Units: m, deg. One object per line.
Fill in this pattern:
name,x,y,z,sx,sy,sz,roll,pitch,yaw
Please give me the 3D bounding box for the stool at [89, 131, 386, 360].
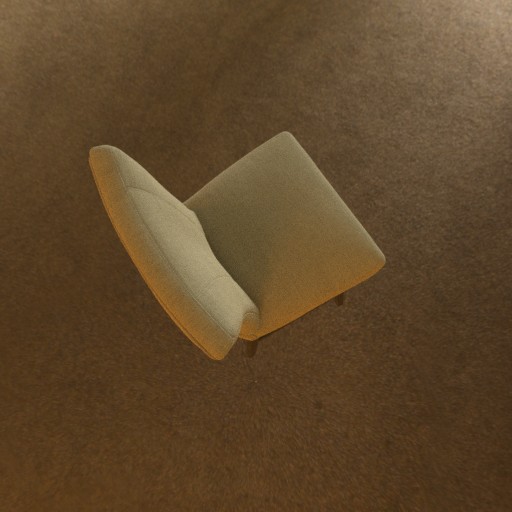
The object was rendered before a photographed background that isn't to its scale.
stool,0.000,0.000,1.399,0.574,1.086,0.514,-32,77,-9
